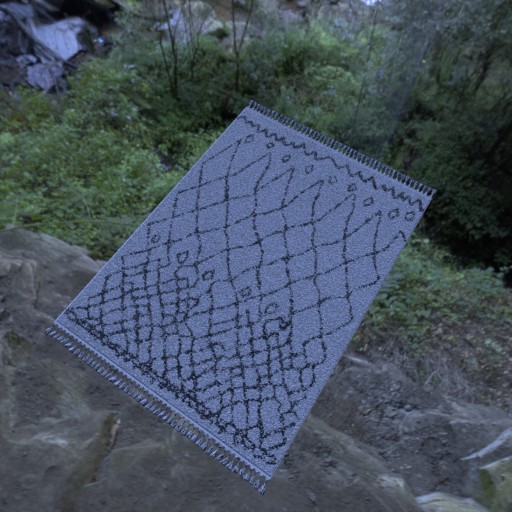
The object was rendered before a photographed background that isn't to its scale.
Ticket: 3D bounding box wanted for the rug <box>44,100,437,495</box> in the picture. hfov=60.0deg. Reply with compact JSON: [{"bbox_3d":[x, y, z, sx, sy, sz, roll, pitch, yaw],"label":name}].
[{"bbox_3d":[0.000,0.000,2.961,1.613,0.017,2.312,31,68,14],"label":"rug"}]
